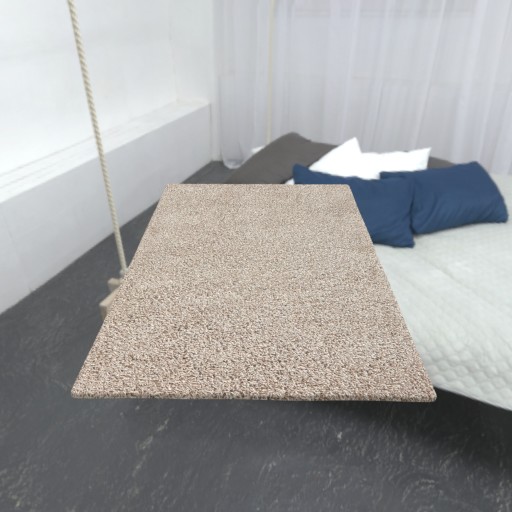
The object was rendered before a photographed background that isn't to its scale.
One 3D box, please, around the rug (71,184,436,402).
[{"bbox_3d":[0.000,0.000,2.219,1.219,0.030,1.778,0,32,1],"label":"rug"}]
